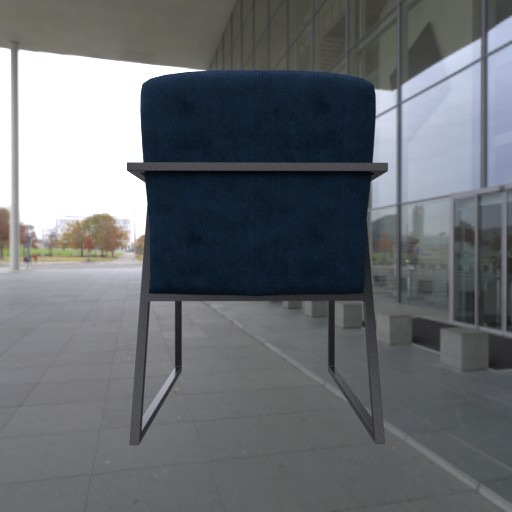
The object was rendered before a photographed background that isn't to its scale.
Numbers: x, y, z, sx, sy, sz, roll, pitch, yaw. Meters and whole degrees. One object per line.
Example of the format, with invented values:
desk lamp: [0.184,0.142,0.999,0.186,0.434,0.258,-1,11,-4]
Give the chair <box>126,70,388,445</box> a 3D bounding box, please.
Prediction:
chair: [0.000,0.000,1.290,0.571,0.833,0.677,0,0,0]
